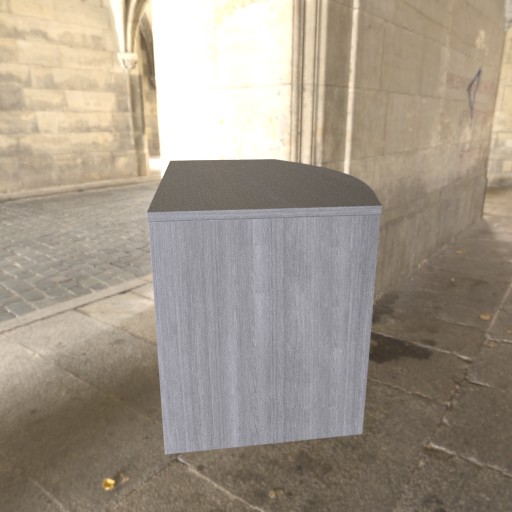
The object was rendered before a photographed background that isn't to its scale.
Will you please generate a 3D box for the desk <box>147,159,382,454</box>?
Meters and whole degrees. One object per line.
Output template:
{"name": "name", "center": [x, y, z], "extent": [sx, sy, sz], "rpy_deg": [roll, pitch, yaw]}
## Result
{"name": "desk", "center": [0.000, 0.000, 2.056], "extent": [0.802, 0.750, 1.600], "rpy_deg": [-2, 17, -8]}
